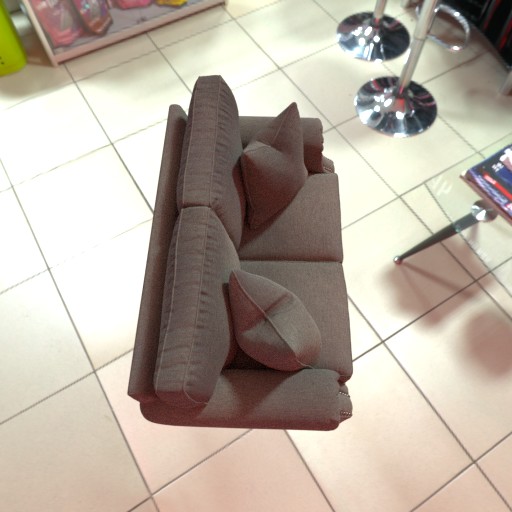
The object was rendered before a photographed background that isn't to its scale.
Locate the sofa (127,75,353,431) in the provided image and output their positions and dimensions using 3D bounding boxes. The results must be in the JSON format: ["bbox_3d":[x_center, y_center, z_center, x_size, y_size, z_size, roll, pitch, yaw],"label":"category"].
[{"bbox_3d":[0.000,0.000,2.301,0.966,0.966,1.701,1,63,1],"label":"sofa"}]
